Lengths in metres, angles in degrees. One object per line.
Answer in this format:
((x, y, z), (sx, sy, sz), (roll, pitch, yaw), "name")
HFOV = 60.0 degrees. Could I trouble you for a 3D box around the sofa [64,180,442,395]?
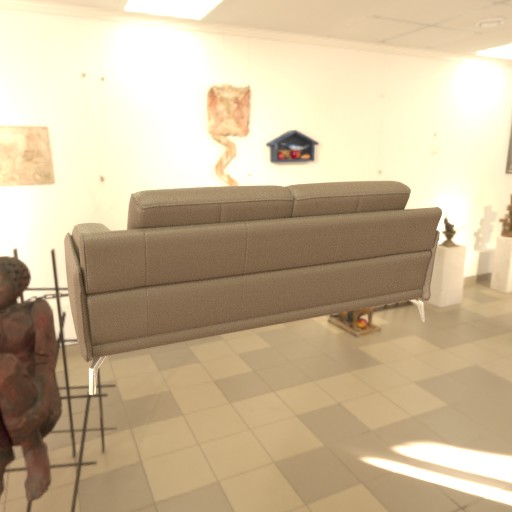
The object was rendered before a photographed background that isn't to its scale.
((0.000, 0.000, 2.664), (2.101, 0.930, 1.049), (-6, 15, -25), "sofa")
